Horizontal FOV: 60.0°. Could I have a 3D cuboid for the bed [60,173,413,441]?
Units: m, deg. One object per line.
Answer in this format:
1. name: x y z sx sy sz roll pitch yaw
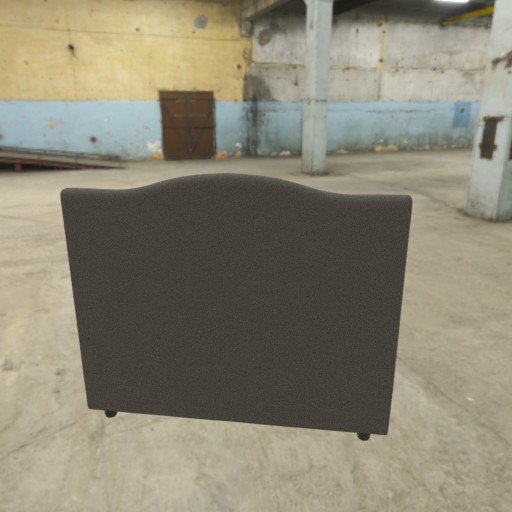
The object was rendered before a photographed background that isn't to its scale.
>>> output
1. bed: 0.000 0.000 3.163 1.666 1.387 2.036 2 17 7
